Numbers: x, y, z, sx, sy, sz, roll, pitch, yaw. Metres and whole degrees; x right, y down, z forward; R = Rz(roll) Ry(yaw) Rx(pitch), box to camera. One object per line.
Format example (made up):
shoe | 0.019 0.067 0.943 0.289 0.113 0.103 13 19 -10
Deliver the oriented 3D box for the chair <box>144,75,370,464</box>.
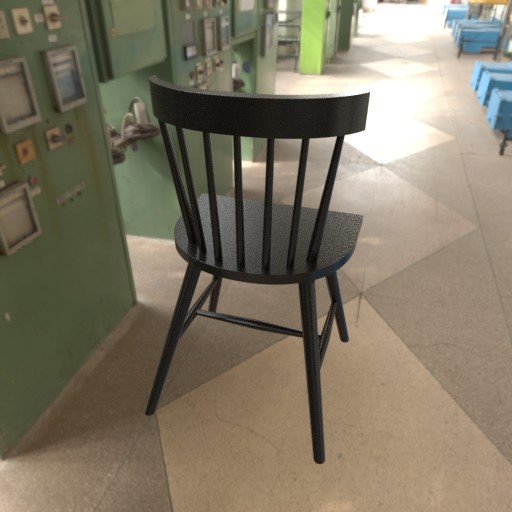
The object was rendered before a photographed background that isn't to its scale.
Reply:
chair | 0.000 0.000 1.130 0.506 0.844 0.483 10 34 15
